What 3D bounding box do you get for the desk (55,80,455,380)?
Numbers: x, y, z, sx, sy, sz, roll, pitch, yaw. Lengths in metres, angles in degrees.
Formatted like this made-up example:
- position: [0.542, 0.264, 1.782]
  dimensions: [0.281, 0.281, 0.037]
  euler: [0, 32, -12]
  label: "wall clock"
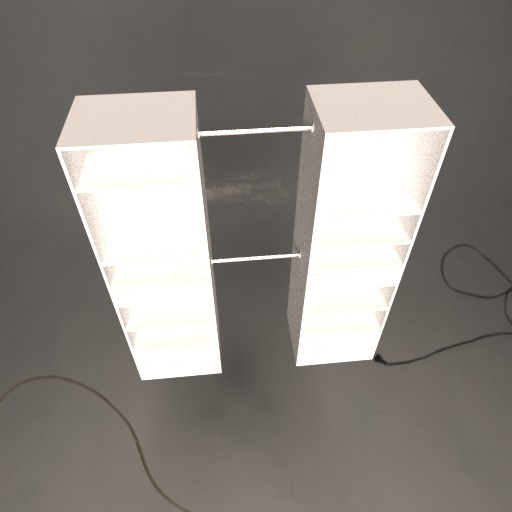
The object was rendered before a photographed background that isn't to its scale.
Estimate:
- position: [0.000, 0.000, 2.837]
  dimensions: [1.770, 2.000, 0.480]
  euler: [-4, 46, -4]
  label: "desk"
